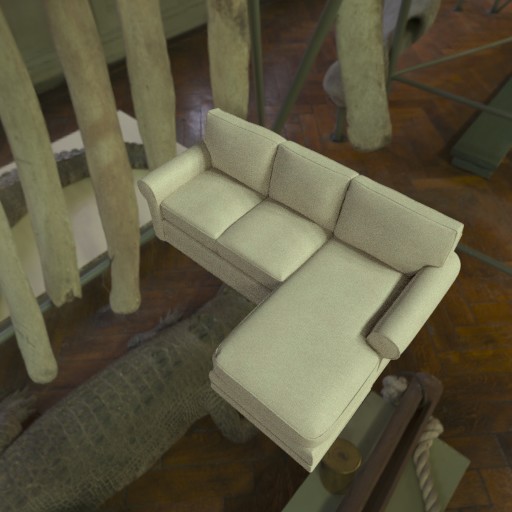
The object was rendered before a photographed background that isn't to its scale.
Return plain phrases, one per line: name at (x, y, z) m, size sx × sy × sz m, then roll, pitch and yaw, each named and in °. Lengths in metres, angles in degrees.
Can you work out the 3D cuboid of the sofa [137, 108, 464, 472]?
sofa at (0.000, 0.000, 2.378) m, size 1.770 × 0.734 × 1.226 m, roll 33°, pitch 56°, yaw 26°
